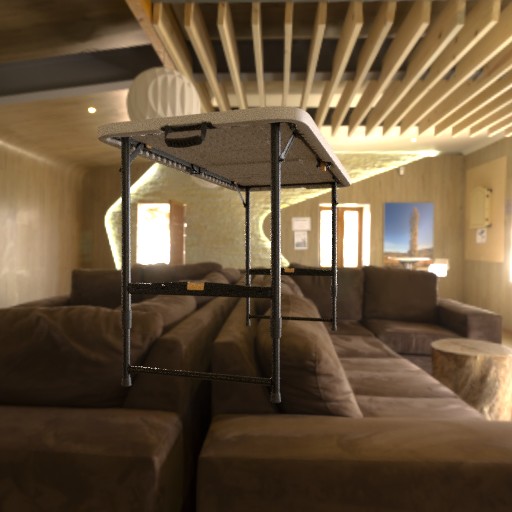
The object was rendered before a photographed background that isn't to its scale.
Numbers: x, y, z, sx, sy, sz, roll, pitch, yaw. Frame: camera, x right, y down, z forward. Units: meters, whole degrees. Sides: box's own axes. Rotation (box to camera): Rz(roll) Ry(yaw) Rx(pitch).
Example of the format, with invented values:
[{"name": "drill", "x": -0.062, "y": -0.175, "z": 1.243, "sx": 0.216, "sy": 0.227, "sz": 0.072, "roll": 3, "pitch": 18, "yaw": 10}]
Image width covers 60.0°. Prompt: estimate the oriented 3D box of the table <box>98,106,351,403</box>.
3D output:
[{"name": "table", "x": 0.000, "y": 0.000, "z": 1.705, "sx": 0.611, "sy": 0.737, "sz": 1.245, "roll": 0, "pitch": 1, "yaw": 18}]
